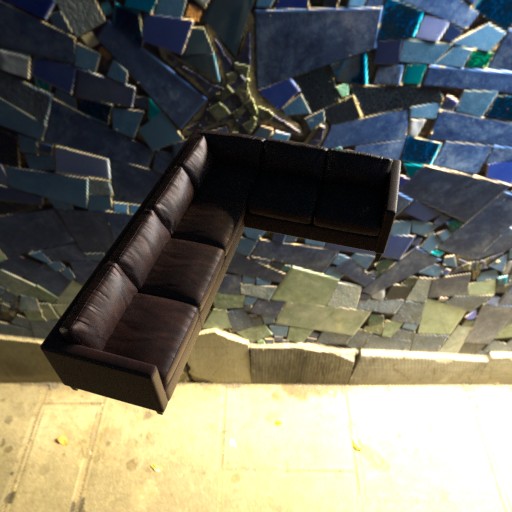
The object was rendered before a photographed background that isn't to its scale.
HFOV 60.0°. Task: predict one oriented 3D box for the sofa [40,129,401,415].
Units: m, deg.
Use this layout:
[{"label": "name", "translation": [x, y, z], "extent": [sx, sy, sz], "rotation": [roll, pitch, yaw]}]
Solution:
[{"label": "sofa", "translation": [0.000, 0.000, 4.253], "extent": [2.438, 0.836, 3.152], "rotation": [12, 48, 11]}]
